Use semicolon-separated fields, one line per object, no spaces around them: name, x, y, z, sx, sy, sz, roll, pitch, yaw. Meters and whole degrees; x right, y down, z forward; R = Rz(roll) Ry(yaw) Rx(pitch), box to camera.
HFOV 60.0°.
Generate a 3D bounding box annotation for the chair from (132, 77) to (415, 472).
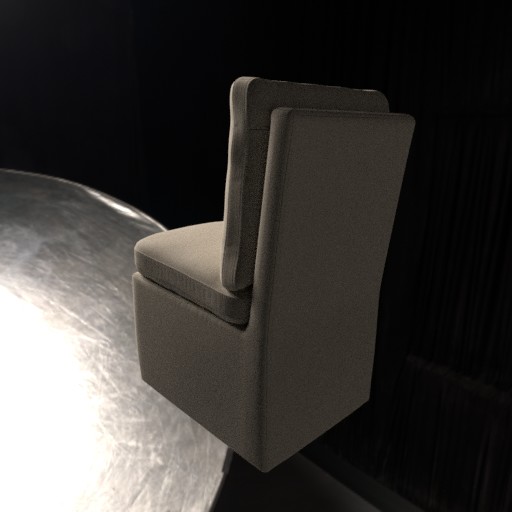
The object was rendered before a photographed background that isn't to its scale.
chair;0.000;0.000;1.317;0.503;0.927;0.698;-14;21;-41
